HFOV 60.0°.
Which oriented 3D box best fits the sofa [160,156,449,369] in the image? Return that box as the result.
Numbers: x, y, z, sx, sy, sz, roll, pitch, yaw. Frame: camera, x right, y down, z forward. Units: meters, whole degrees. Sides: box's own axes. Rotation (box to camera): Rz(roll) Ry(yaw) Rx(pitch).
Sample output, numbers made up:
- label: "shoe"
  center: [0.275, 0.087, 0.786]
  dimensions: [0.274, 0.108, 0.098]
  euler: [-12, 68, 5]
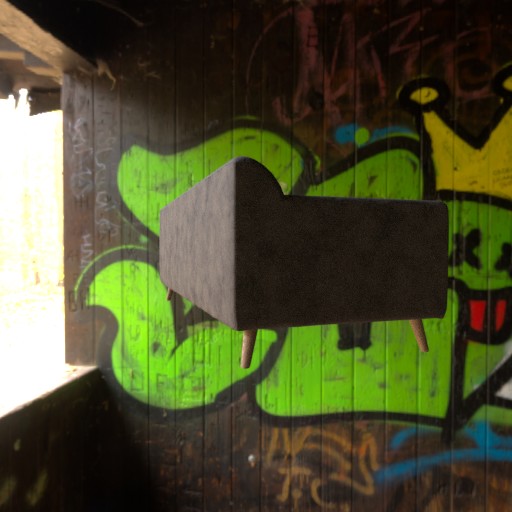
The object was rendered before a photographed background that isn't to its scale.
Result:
- label: "sofa"
  center: [0.000, 0.000, 2.642]
  dimensions: [0.900, 0.740, 2.190]
  euler: [0, 1, -19]
